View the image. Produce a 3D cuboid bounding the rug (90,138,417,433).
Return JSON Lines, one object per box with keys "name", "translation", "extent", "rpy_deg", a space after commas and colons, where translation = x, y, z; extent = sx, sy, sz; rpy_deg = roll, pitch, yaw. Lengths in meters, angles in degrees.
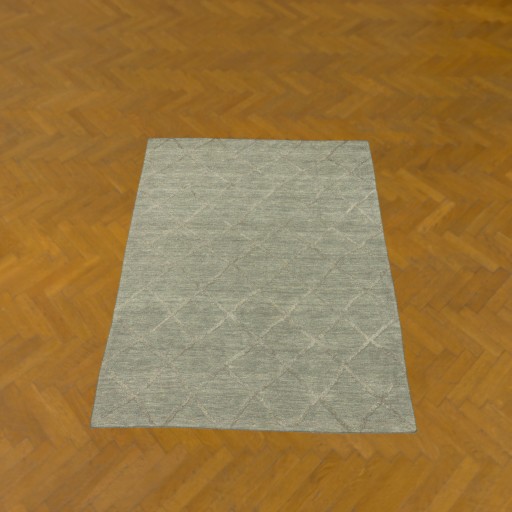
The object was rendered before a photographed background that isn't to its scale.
{"name": "rug", "translation": [0.000, 0.000, 4.064], "extent": [2.438, 0.013, 3.048], "rpy_deg": [1, 58, 0]}
